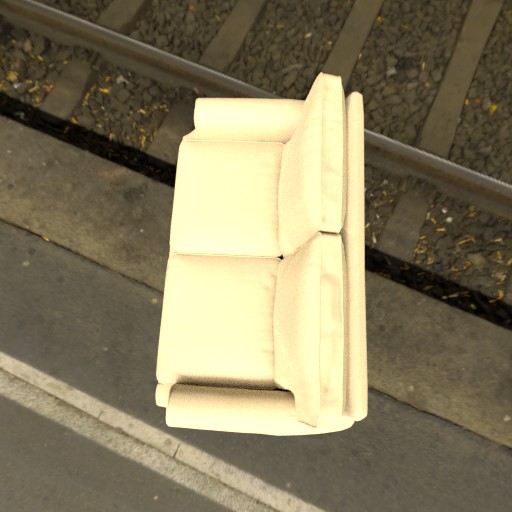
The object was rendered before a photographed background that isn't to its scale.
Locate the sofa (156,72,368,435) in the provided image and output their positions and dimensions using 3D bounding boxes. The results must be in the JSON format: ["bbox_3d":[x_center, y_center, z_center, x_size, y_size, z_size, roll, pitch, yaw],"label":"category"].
[{"bbox_3d":[0.000,0.000,2.251,0.964,0.937,1.665,3,75,1],"label":"sofa"}]
